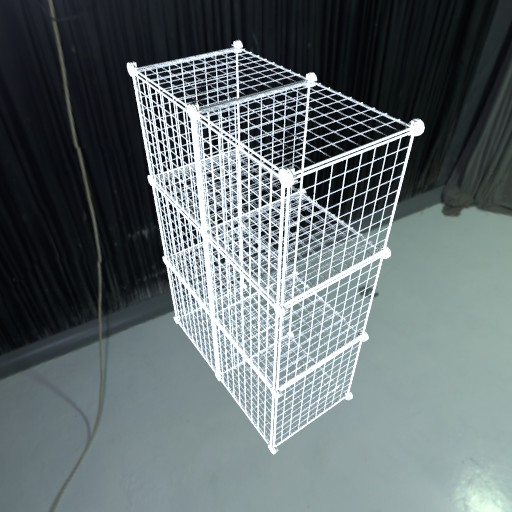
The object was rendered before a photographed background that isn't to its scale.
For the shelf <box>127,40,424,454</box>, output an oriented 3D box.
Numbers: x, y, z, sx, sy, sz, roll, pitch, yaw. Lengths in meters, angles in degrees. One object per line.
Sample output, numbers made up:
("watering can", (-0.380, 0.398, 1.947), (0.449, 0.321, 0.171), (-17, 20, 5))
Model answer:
("shelf", (0.000, 0.000, 1.406), (0.356, 1.067, 0.711), (-25, 47, -26))
